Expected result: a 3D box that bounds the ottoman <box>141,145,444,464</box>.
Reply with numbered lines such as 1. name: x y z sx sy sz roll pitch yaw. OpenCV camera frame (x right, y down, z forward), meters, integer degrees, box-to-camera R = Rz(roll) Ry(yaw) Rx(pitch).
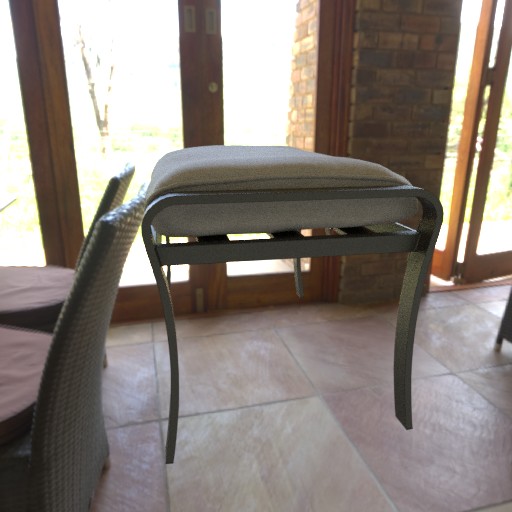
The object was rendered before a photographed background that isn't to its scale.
1. ottoman: 0.000 0.000 0.895 0.406 0.422 0.610 -3 17 -11
